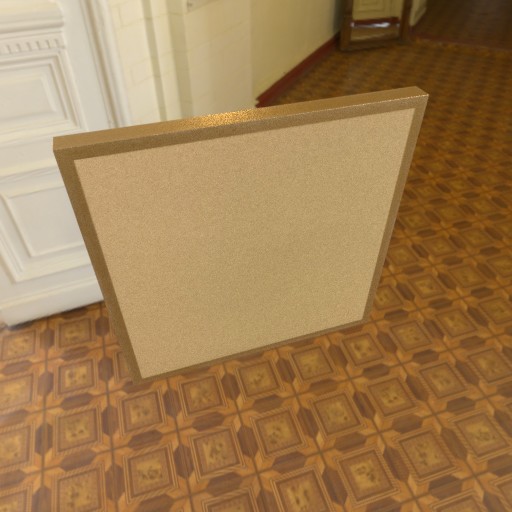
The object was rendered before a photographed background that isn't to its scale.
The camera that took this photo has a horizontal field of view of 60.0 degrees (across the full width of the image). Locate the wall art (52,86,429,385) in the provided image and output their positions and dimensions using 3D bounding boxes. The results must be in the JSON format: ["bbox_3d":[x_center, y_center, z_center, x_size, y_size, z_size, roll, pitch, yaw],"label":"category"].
[{"bbox_3d":[0.000,0.000,0.758,0.510,0.509,0.033,-12,44,-13],"label":"wall art"}]
